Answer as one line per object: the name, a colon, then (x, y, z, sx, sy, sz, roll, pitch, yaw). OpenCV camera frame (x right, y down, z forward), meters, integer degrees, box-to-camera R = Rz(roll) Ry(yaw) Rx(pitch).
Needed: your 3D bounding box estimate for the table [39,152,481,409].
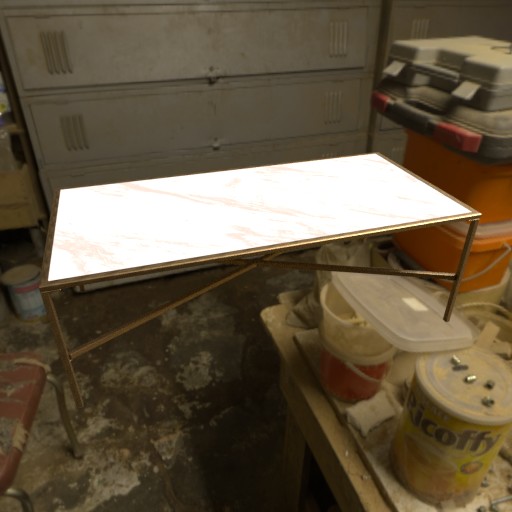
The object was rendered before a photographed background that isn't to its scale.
table: (0.000, 0.000, 1.475, 1.197, 0.405, 0.577, -10, 33, -15)
